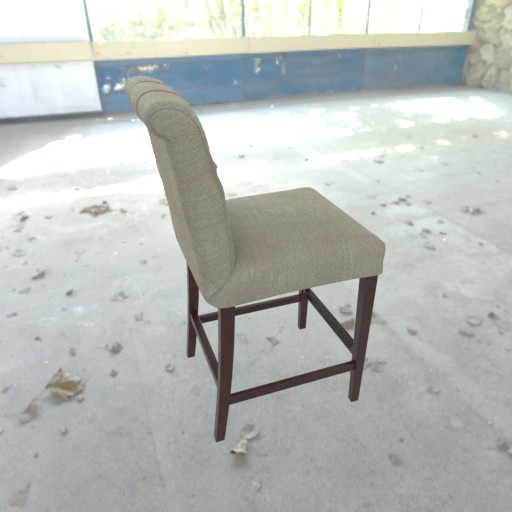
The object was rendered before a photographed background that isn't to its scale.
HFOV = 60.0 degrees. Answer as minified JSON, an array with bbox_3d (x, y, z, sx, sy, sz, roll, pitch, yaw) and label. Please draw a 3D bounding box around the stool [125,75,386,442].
[{"bbox_3d":[0.000,0.000,1.447,0.660,1.084,0.486,-10,31,-17],"label":"stool"}]
